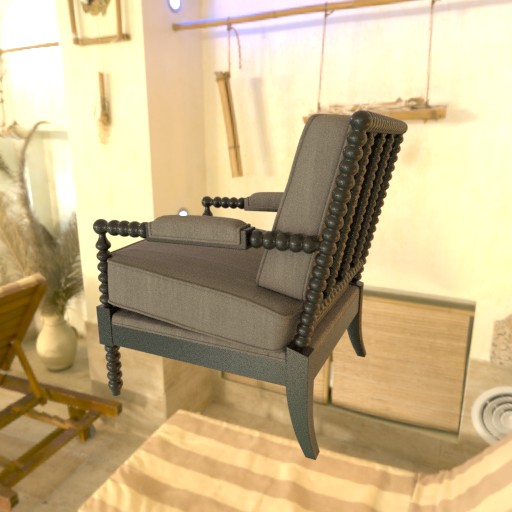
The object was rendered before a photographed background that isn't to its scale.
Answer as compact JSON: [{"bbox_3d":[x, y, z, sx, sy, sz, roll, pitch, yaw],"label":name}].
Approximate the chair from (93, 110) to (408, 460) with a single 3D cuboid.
[{"bbox_3d":[0.000,0.000,1.109,0.622,0.661,0.540,7,16,24],"label":"chair"}]
